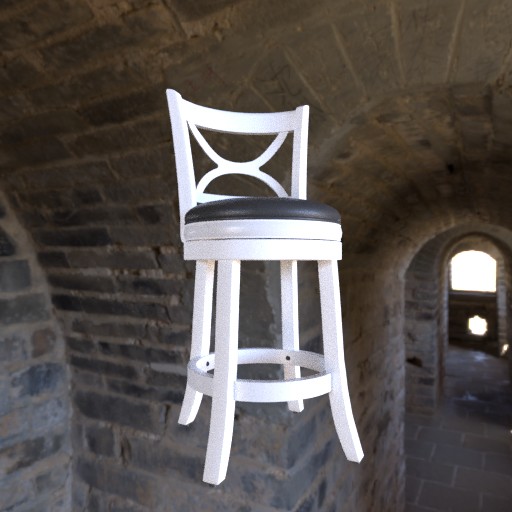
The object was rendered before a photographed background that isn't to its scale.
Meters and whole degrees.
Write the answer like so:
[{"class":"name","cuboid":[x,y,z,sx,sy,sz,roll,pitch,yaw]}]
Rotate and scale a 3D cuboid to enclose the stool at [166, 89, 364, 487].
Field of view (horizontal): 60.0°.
[{"class":"stool","cuboid":[0.000,0.000,1.190,0.444,0.953,0.508,0,-1,-18]}]
